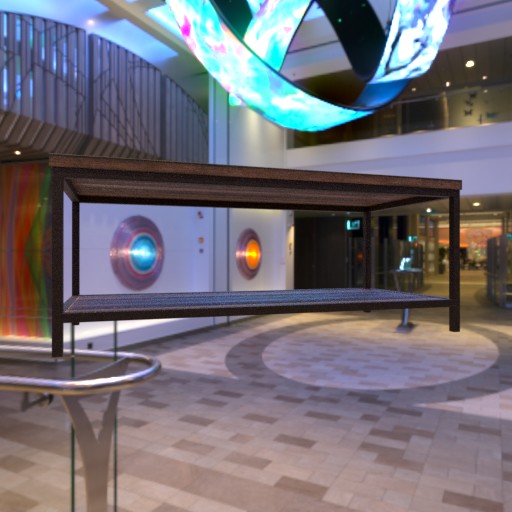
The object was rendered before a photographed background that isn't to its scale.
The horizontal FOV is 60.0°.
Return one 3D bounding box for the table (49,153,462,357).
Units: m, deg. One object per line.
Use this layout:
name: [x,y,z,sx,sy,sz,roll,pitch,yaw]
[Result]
table: [0.000,0.000,1.227,0.990,0.399,0.452,0,0,-18]
